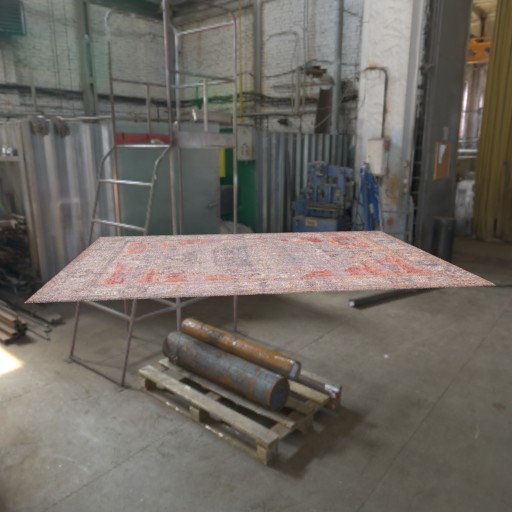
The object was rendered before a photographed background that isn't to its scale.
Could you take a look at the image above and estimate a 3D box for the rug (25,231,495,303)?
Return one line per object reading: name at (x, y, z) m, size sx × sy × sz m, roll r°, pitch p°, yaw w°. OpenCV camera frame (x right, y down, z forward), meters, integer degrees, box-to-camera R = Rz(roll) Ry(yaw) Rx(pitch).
rug at (0.000, 0.000, 2.293) m, size 1.829 × 0.005 × 1.219 m, roll -2°, pitch 14°, yaw -7°
